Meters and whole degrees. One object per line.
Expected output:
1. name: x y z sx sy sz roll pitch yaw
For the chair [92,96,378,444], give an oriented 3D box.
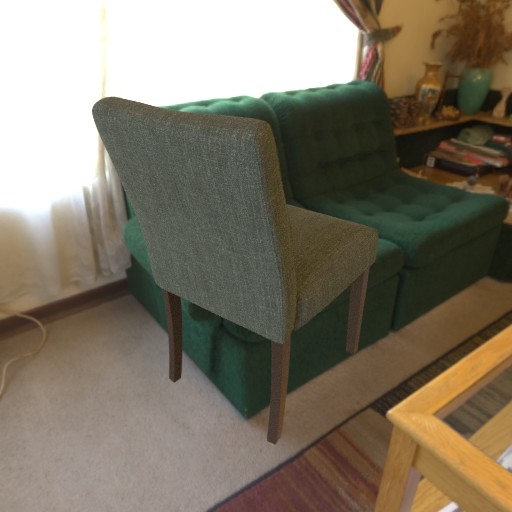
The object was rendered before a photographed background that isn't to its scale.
1. chair: 0.000 0.000 1.245 0.487 0.884 0.629 20 35 32
